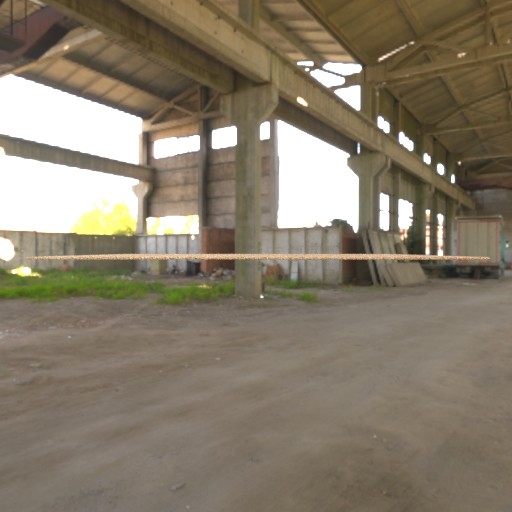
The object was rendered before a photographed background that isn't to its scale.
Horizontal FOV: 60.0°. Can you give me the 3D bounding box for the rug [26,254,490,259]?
[{"bbox_3d":[0.000,0.000,2.792,2.141,0.013,1.566,0,1,0],"label":"rug"}]
